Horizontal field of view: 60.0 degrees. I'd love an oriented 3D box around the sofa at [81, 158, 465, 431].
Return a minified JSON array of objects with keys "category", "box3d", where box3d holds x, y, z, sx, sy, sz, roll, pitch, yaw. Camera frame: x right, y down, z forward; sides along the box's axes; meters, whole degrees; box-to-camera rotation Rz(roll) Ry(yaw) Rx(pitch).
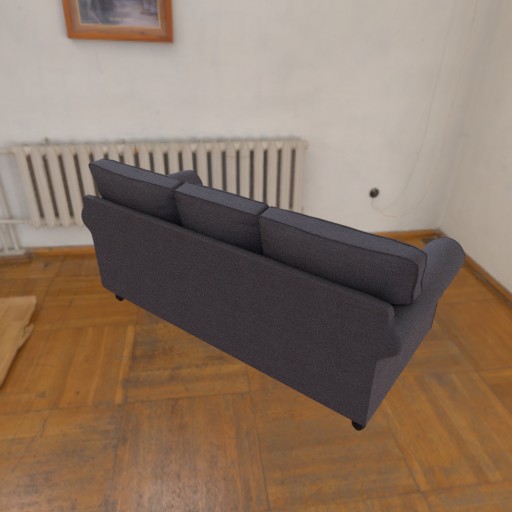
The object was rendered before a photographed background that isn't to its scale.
[{"category":"sofa","box3d":[0.000,0.000,2.600,2.084,0.966,0.909,20,35,32]}]
